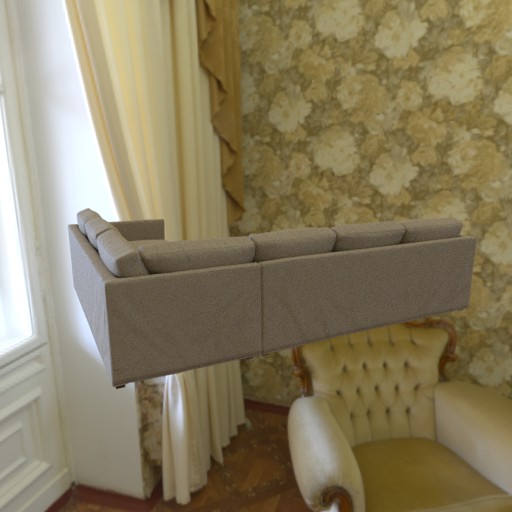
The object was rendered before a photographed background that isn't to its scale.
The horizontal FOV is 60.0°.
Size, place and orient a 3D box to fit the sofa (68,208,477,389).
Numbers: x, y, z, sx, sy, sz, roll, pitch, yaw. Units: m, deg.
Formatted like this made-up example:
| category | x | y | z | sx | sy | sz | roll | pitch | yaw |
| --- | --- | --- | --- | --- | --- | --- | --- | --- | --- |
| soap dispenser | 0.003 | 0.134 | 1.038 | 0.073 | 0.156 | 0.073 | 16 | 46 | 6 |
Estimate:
| category | x | y | z | sx | sy | sz | roll | pitch | yaw |
| --- | --- | --- | --- | --- | --- | --- | --- | --- | --- |
| sofa | 0.000 | 0.000 | 4.326 | 3.182 | 0.871 | 2.432 | -7 | 15 | -26 |
